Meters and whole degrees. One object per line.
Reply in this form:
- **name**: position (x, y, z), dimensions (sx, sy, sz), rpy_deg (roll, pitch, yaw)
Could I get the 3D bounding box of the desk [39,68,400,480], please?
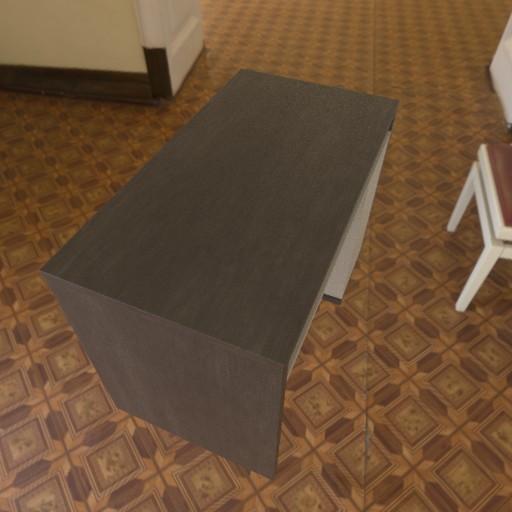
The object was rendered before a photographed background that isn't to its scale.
- **desk**: position (0.000, 0.000, 1.543), dimensions (0.600, 0.750, 1.100), rpy_deg (18, 50, 16)
